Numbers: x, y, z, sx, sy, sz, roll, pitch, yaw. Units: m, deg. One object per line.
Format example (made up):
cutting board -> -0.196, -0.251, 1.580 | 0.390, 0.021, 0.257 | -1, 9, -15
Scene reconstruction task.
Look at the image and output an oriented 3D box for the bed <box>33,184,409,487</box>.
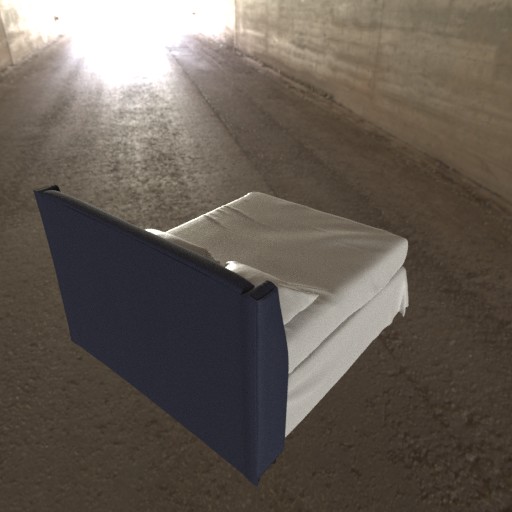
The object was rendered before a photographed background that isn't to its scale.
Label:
bed -> 0.000, 0.000, 3.411 | 1.925, 1.332, 2.276 | 23, 37, 34
